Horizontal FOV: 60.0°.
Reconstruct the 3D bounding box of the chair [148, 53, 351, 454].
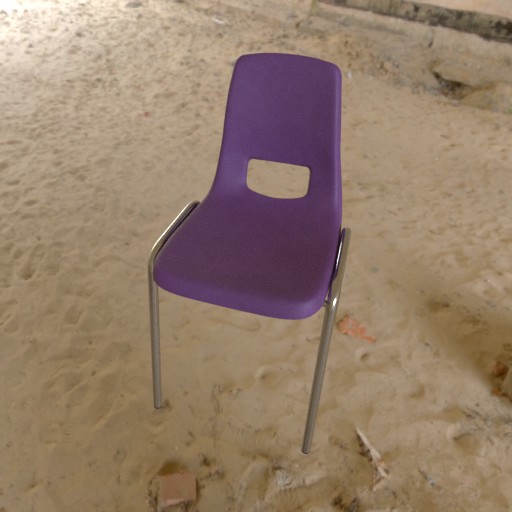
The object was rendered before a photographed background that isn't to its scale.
[{"bbox_3d":[0.000,0.000,0.944,0.381,0.704,0.432,12,41,13],"label":"chair"}]
